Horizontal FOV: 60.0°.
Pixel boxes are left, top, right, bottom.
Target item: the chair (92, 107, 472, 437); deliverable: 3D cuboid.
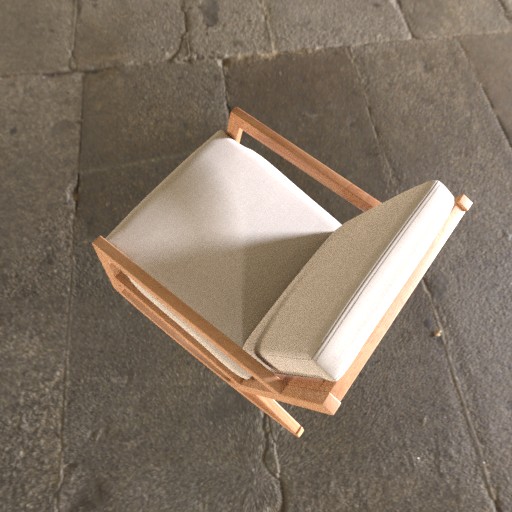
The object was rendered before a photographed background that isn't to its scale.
[{"bbox_3d":[0.000,0.000,1.378,0.857,0.790,0.622,35,68,16],"label":"chair"}]
